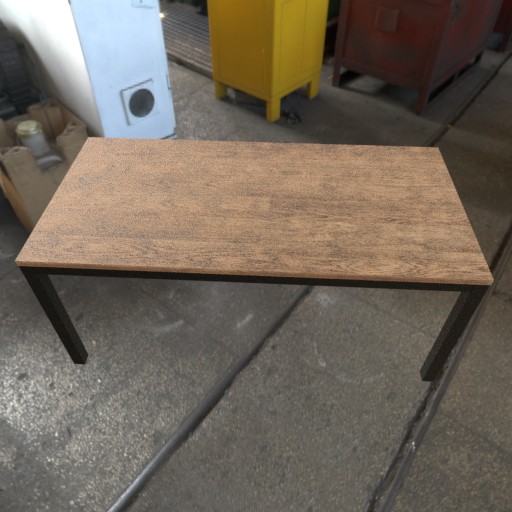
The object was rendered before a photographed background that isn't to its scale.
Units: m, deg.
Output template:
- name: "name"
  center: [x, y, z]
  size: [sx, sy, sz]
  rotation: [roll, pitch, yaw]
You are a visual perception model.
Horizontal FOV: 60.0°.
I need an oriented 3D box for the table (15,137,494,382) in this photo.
- name: "table"
  center: [0.000, 0.000, 2.252]
  size: [1.805, 0.767, 0.893]
  rotation: [2, 46, 2]
